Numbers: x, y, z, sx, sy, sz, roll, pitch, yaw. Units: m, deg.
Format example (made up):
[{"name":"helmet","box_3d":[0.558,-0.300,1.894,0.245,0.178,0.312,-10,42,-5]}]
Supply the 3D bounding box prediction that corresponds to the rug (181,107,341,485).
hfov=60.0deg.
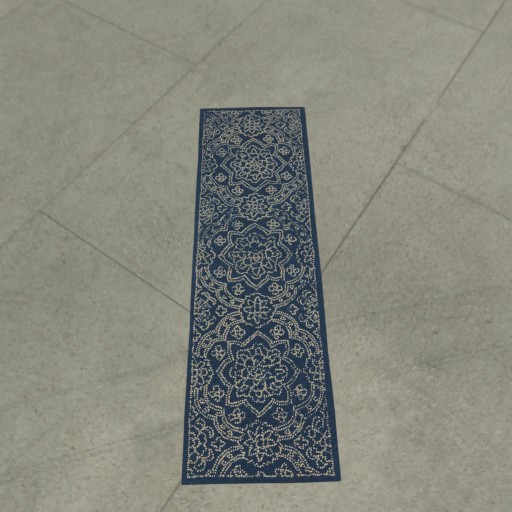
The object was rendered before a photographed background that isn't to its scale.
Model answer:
[{"name":"rug","box_3d":[0.000,0.000,2.677,0.769,0.012,2.448,-1,63,-1]}]
